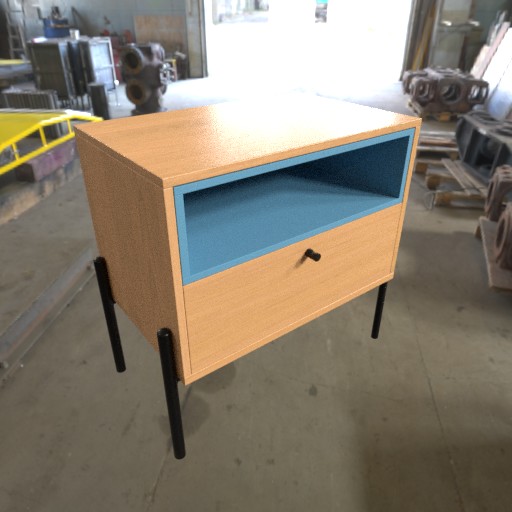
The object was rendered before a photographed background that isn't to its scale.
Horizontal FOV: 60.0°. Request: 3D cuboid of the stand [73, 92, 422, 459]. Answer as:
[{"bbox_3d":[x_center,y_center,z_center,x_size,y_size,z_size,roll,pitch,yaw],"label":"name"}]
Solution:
[{"bbox_3d":[0.000,0.000,1.016,0.630,0.600,0.400,-21,36,-32],"label":"stand"}]
